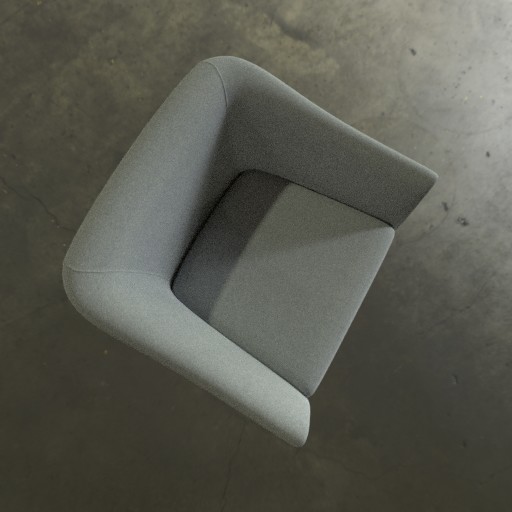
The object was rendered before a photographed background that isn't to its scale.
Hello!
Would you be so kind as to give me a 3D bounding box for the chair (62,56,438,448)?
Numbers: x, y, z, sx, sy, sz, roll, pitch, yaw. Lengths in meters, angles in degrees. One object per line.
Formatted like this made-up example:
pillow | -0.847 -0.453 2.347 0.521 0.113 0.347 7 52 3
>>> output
chair | 0.000 0.000 1.344 0.700 0.720 0.790 29 78 7
